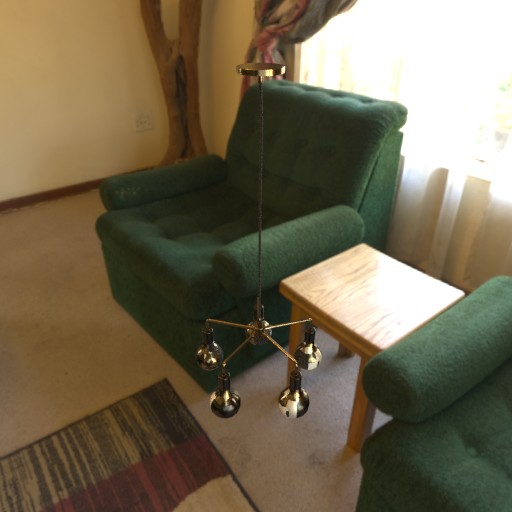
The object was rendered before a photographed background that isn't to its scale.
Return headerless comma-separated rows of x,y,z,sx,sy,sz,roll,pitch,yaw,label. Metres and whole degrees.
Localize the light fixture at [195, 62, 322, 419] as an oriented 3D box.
0.000,0.000,1.247,0.438,0.988,0.421,20,36,30,light fixture
